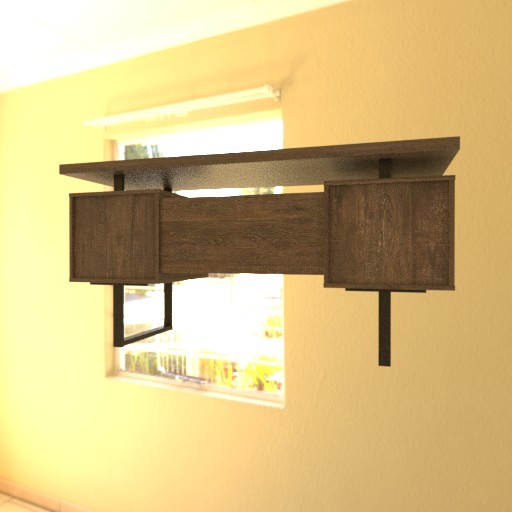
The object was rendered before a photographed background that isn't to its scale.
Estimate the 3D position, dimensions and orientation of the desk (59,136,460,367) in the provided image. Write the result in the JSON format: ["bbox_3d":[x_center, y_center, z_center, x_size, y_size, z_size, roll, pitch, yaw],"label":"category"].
[{"bbox_3d":[0.000,0.000,1.905,1.524,0.760,0.600,0,0,17],"label":"desk"}]
